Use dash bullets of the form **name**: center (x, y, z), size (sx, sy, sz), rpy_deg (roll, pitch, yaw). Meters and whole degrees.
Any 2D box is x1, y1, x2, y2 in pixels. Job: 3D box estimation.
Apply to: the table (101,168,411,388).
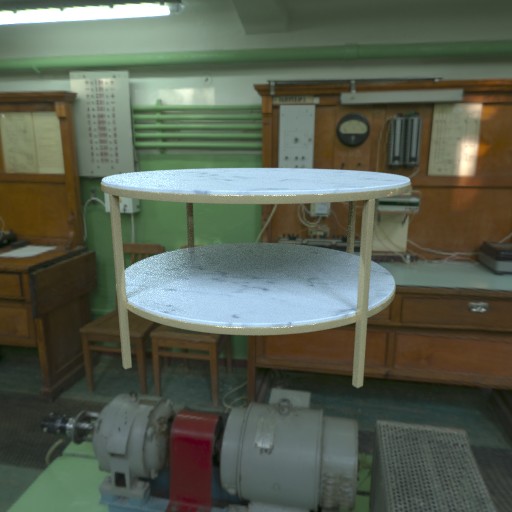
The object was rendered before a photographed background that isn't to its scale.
- **table**: center (0.000, 0.000, 1.260), size (0.800, 0.450, 0.800), rpy_deg (0, 14, 0)
